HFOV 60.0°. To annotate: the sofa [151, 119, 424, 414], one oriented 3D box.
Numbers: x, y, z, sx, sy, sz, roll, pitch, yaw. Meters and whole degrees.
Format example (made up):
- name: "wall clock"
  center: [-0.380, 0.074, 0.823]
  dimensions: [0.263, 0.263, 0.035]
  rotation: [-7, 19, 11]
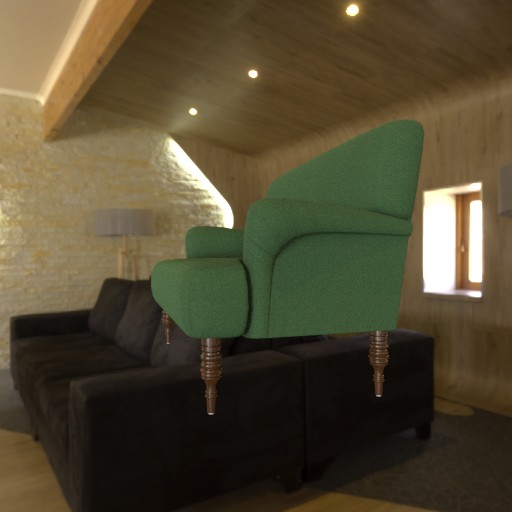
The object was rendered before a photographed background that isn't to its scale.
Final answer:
- name: "sofa"
  center: [0.000, 0.000, 1.848]
  dimensions: [0.779, 0.889, 1.297]
  rotation: [0, 0, -17]
